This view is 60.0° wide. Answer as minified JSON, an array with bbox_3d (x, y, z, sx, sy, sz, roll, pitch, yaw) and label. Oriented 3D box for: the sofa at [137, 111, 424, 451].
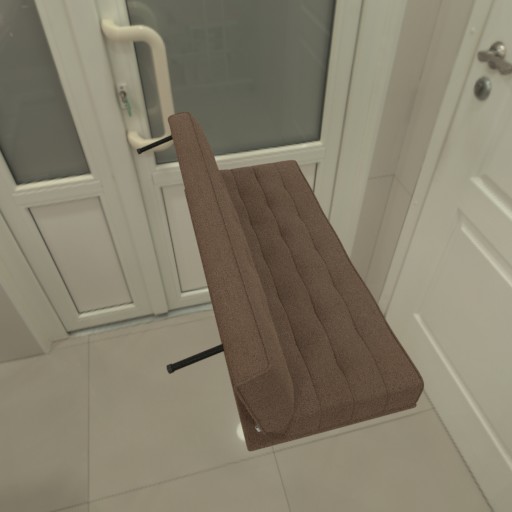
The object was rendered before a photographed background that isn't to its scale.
[{"bbox_3d":[0.000,0.000,2.360,1.038,0.810,1.820,-11,47,-10],"label":"sofa"}]
